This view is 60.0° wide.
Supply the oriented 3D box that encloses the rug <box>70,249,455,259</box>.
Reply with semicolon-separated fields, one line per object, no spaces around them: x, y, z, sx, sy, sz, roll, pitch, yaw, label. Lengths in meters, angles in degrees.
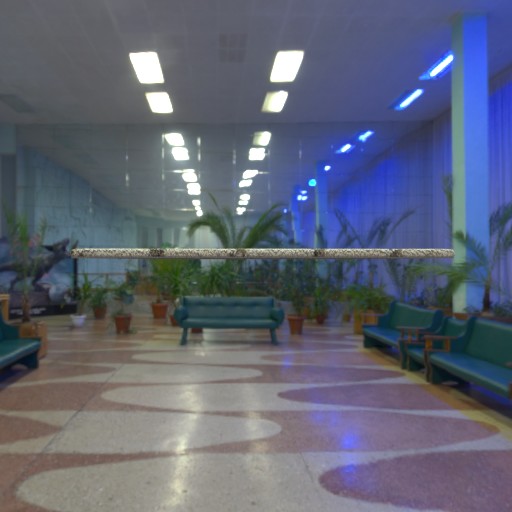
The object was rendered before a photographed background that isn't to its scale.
0.000;0.000;2.279;1.219;0.030;1.778;0;-1;-2;rug
